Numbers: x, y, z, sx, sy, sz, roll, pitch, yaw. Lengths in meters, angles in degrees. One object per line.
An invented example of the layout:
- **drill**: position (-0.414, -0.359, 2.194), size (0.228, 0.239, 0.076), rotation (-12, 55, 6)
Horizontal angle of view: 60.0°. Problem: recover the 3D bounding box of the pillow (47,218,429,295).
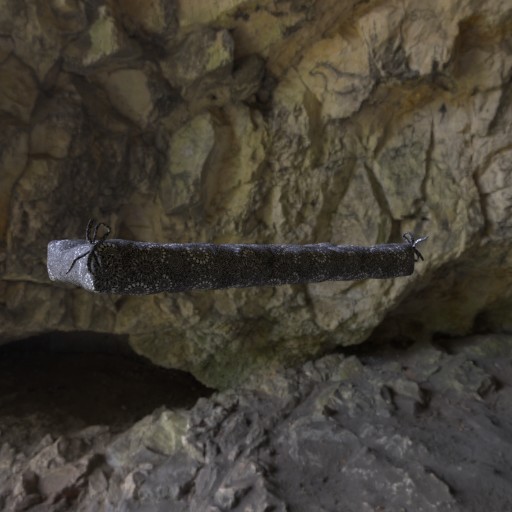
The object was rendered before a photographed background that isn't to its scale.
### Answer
- **pillow**: position (0.000, 0.000, 1.379), size (1.194, 0.174, 0.511), rotation (-1, 1, -36)
